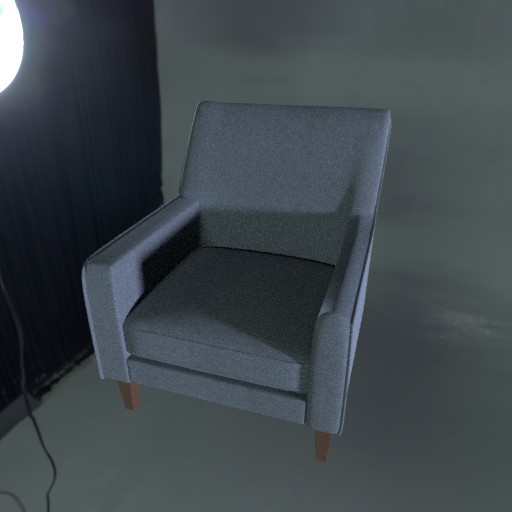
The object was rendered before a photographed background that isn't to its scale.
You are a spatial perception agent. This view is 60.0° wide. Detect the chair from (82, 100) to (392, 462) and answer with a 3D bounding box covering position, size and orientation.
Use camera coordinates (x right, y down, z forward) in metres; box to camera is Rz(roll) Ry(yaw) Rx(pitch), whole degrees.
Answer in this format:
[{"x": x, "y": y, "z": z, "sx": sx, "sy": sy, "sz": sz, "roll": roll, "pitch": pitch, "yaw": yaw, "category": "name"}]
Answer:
[{"x": 0.000, "y": 0.000, "z": 1.567, "sx": 0.780, "sy": 0.919, "sz": 0.899, "roll": 8, "pitch": 28, "yaw": 16, "category": "chair"}]
